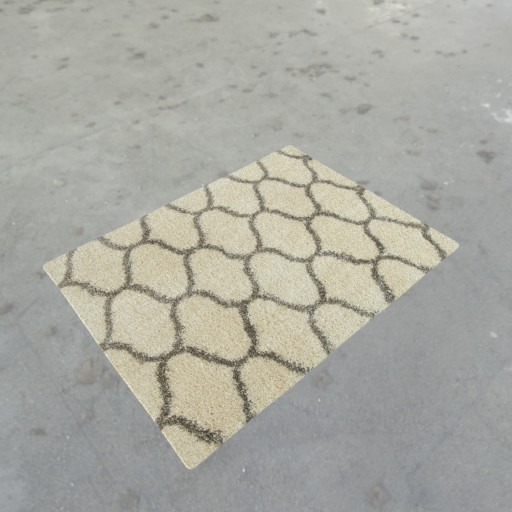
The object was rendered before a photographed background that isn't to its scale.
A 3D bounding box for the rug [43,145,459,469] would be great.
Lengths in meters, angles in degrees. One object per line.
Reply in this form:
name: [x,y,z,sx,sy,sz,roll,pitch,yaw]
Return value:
rug: [0.000,0.000,2.113,1.600,0.025,1.200,-32,53,-27]
